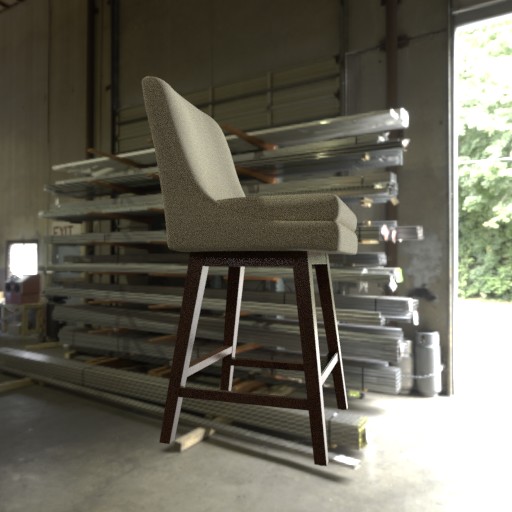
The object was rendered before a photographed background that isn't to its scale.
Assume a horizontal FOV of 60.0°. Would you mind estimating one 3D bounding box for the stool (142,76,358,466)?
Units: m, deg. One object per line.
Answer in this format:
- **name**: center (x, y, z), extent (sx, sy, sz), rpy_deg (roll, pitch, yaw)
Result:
- **stool**: center (0.000, 0.000, 1.321), extent (0.559, 0.991, 0.483), rpy_deg (0, -1, 18)
